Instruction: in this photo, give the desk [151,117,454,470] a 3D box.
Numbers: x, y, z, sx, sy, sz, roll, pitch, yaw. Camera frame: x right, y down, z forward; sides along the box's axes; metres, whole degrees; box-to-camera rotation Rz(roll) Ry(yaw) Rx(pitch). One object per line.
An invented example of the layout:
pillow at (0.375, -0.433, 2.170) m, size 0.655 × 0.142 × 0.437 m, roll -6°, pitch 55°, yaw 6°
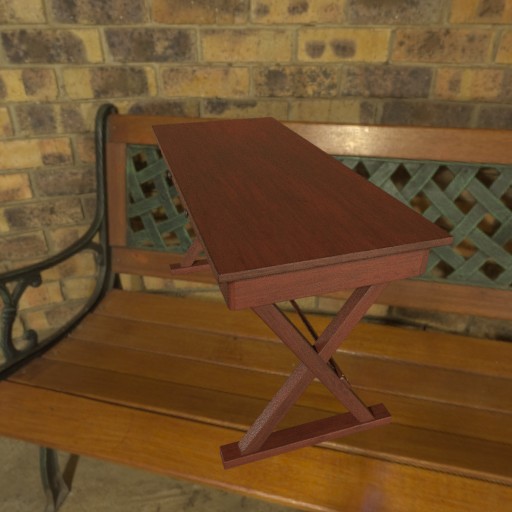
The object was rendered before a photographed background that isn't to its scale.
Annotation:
desk at (0.000, 0.000, 1.773) m, size 0.600 × 0.761 × 1.372 m, roll -9°, pitch 31°, yaw -15°
